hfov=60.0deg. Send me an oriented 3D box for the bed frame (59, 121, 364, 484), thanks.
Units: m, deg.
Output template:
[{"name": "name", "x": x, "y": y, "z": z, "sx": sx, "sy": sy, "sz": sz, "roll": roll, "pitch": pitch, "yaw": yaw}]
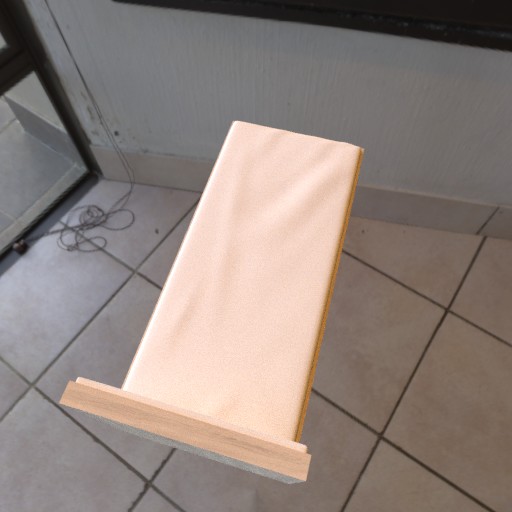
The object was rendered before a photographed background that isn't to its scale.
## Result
[{"name": "bed frame", "x": 0.000, "y": 0.000, "z": 2.556, "sx": 0.990, "sy": 0.920, "sz": 2.140, "roll": 14, "pitch": 63, "yaw": 7}]
